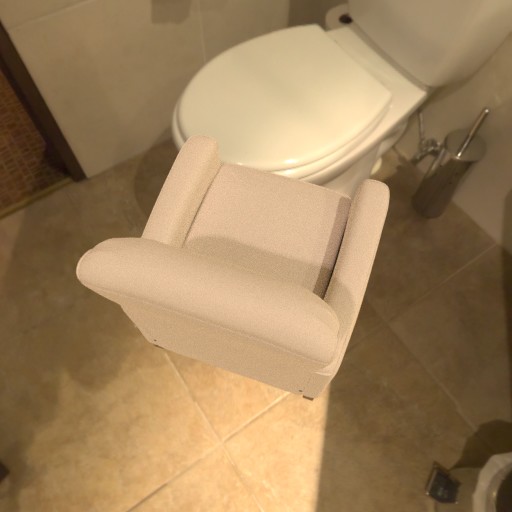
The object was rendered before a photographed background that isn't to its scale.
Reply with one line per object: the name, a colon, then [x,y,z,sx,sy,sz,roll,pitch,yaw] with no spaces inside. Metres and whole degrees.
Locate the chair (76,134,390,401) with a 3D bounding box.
chair: [0.000,0.000,1.656,0.841,1.028,0.858,17,64,8]
